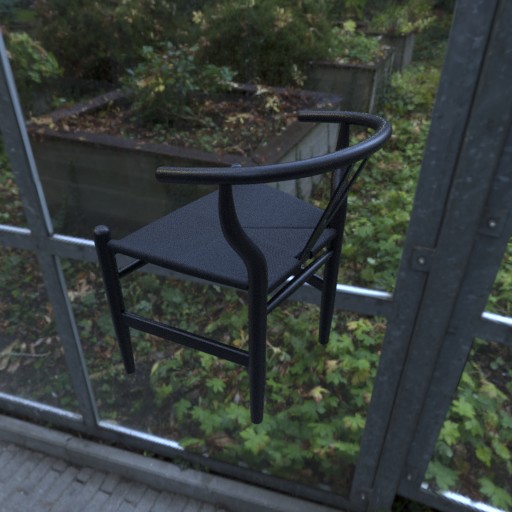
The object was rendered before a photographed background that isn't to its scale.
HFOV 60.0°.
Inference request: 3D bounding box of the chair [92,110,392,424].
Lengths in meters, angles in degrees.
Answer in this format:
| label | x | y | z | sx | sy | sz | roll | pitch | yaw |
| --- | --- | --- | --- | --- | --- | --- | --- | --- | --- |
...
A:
| label | x | y | z | sx | sy | sz | roll | pitch | yaw |
| --- | --- | --- | --- | --- | --- | --- | --- | --- | --- |
| chair | 0.000 | 0.000 | 1.167 | 0.579 | 0.730 | 0.569 | 21 | 38 | 30 |
